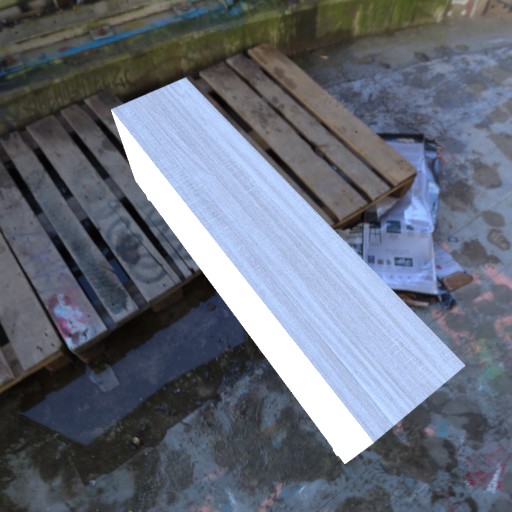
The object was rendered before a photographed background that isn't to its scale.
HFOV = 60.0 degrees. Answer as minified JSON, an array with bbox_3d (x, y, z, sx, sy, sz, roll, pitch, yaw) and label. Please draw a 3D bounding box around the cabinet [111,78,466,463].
[{"bbox_3d":[0.000,0.000,2.500,0.500,0.780,2.200,-31,63,-18],"label":"cabinet"}]
